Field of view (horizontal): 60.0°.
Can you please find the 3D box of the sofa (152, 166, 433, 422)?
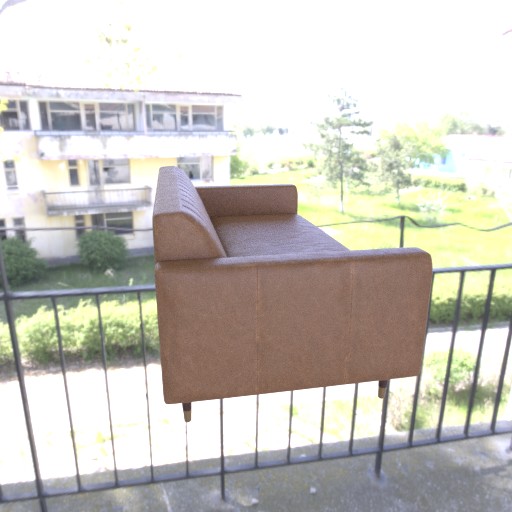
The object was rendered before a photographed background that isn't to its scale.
[{"bbox_3d":[0.000,0.000,2.374,0.993,0.821,1.847,-3,17,-10],"label":"sofa"}]
